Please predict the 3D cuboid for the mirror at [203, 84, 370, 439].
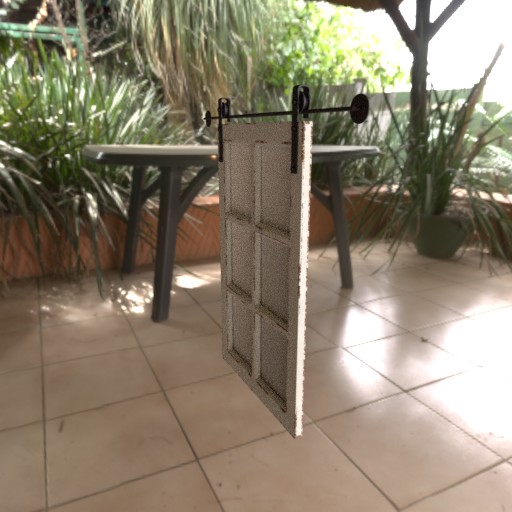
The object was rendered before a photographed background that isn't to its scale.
[{"bbox_3d":[0.000,0.000,1.213,0.037,0.844,0.808,-8,18,-26],"label":"mirror"}]
